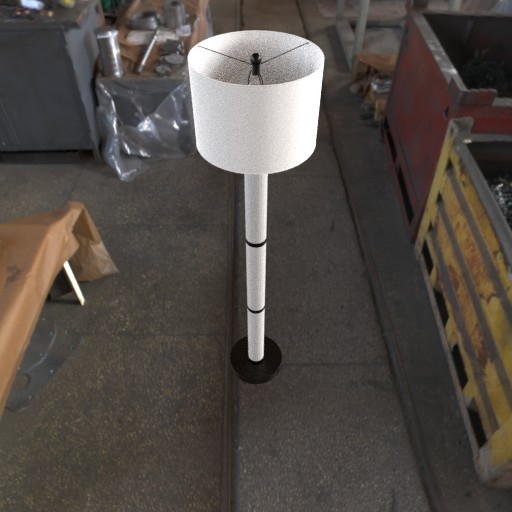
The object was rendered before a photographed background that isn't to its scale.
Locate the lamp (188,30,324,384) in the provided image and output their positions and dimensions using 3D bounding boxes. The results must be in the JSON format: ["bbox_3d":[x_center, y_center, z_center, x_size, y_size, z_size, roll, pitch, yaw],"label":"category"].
[{"bbox_3d":[0.000,0.000,1.789,0.377,1.599,0.377,-26,51,-23],"label":"lamp"}]
